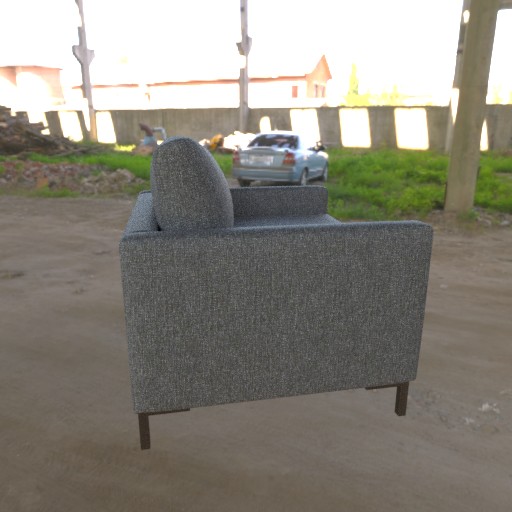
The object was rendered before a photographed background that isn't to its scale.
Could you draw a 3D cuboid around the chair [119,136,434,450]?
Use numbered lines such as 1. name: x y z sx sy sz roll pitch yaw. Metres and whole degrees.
1. chair: 0.000 0.000 1.636 0.866 0.861 0.963 -3 16 -11
